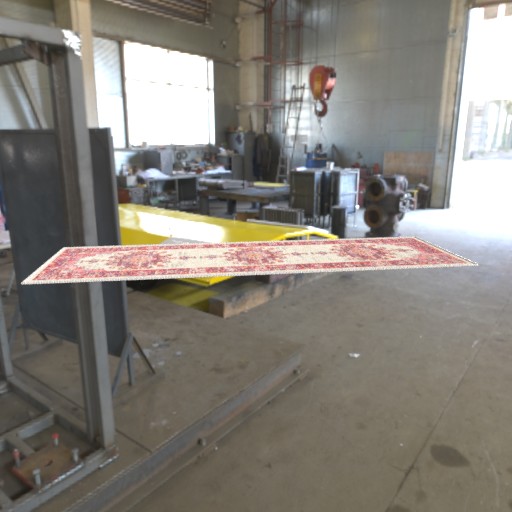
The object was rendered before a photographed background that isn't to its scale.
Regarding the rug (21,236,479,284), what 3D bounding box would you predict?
[{"bbox_3d":[0.000,0.000,2.013,1.824,0.009,0.562,-2,15,-8],"label":"rug"}]
